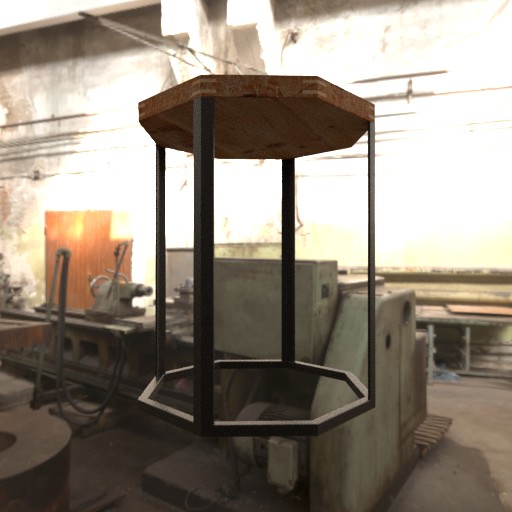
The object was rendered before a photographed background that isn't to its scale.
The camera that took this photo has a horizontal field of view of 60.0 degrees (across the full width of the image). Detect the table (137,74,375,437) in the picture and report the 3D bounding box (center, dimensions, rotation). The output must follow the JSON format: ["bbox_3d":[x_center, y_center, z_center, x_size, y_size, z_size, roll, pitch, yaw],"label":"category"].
[{"bbox_3d":[0.000,0.000,0.877,0.458,0.543,0.458,0,0,21],"label":"table"}]
